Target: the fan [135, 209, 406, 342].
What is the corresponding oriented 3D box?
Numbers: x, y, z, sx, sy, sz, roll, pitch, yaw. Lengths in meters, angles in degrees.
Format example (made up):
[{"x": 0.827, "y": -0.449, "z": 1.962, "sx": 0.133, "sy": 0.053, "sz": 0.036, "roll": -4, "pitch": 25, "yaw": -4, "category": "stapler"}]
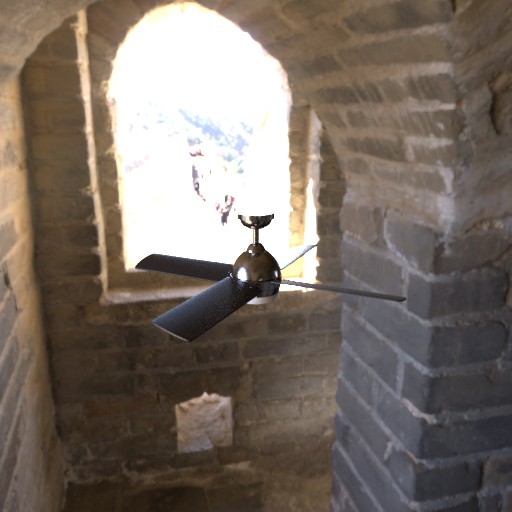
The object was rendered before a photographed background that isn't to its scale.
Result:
[{"x": 0.000, "y": 0.000, "z": 2.026, "sx": 1.332, "sy": 0.403, "sz": 1.332, "roll": 7, "pitch": 17, "yaw": 25, "category": "fan"}]
